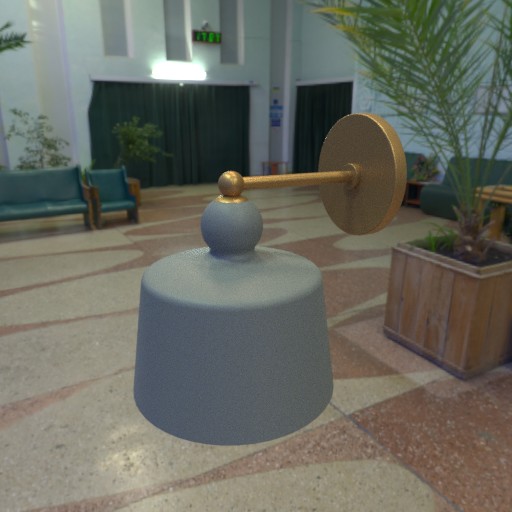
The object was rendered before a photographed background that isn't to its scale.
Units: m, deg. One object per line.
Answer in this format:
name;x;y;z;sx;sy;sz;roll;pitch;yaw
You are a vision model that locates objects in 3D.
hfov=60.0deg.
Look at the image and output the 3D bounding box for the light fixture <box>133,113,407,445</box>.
light fixture;0.000;0.000;0.435;0.254;0.268;0.204;-9;19;-26
